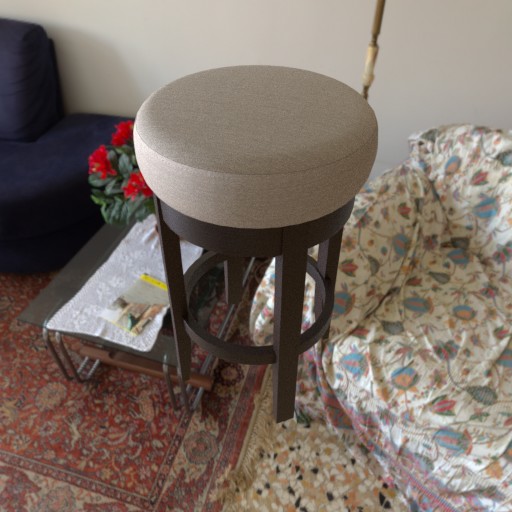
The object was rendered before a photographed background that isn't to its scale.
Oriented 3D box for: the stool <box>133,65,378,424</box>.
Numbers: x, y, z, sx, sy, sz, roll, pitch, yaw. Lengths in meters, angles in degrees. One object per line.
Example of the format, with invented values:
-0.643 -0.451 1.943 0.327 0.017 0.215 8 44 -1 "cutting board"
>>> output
0.000 0.000 1.027 0.443 0.757 0.443 0 42 0 "stool"
